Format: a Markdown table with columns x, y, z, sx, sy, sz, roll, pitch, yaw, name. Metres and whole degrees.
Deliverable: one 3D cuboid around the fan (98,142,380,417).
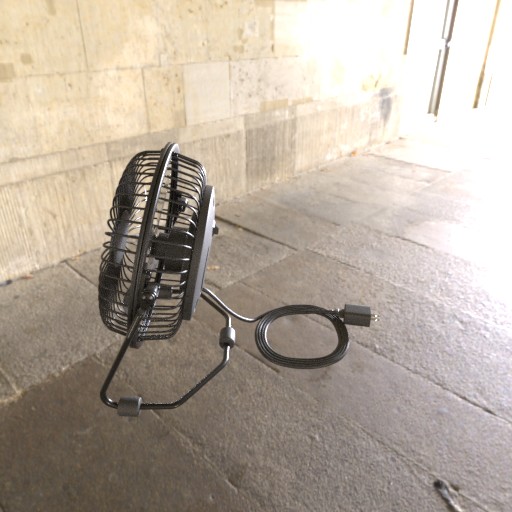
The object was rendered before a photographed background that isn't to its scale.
| x | y | z | sx | sy | sz | roll | pitch | yaw | name |
| --- | --- | --- | --- | --- | --- | --- | --- | --- | --- |
| 0.000 | 0.000 | 0.303 | 0.202 | 0.152 | 0.153 | 0 | 28 | -1 | fan |
